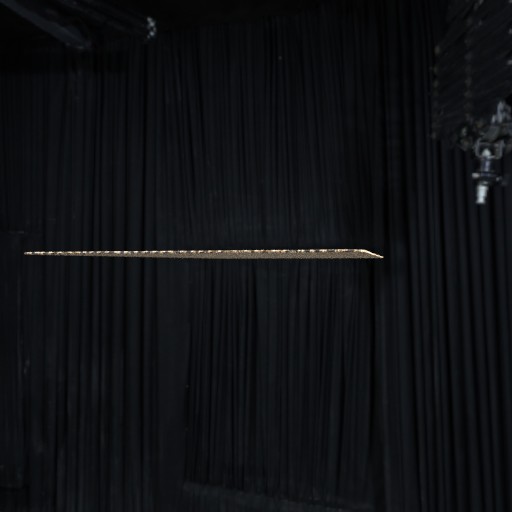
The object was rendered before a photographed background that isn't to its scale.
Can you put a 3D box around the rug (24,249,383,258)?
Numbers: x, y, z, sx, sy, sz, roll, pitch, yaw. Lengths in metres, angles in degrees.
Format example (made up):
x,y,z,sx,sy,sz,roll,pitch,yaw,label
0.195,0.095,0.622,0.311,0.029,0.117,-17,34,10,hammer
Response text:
x,y,z,sx,sy,sz,roll,pitch,yaw,label
0.000,0.000,2.299,1.219,0.008,1.828,0,-1,18,rug
